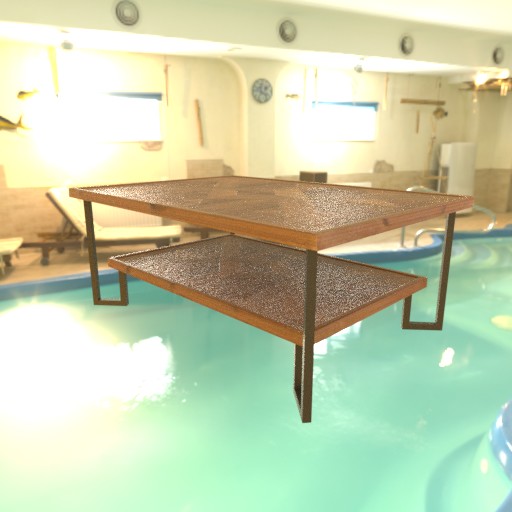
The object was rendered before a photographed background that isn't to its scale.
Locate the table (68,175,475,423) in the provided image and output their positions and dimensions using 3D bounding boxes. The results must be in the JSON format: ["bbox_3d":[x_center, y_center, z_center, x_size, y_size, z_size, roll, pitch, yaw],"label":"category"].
[{"bbox_3d":[0.000,0.000,1.699,0.877,0.492,1.238,-14,21,-43],"label":"table"}]
